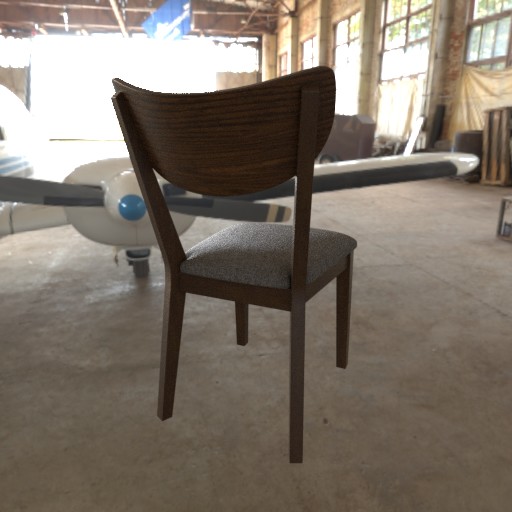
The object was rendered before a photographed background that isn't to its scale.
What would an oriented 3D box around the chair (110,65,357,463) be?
[{"bbox_3d":[0.000,0.000,1.152,0.491,0.849,0.583,8,18,24],"label":"chair"}]
